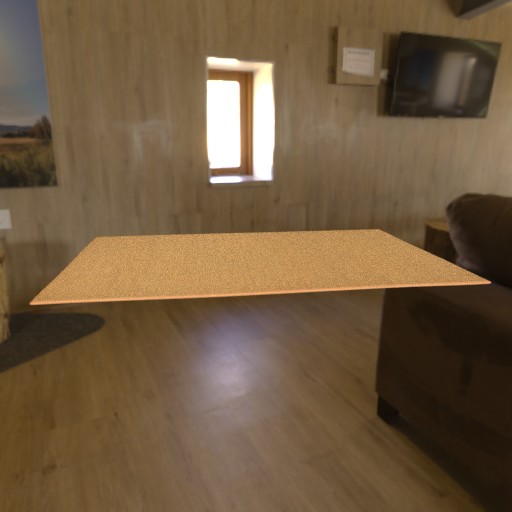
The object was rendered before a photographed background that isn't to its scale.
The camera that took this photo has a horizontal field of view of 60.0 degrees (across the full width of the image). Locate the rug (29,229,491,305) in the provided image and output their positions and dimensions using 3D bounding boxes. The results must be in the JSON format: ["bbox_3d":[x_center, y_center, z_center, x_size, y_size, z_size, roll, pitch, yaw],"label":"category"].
[{"bbox_3d":[0.000,0.000,2.096,1.678,0.013,1.078,-2,15,-8],"label":"rug"}]
